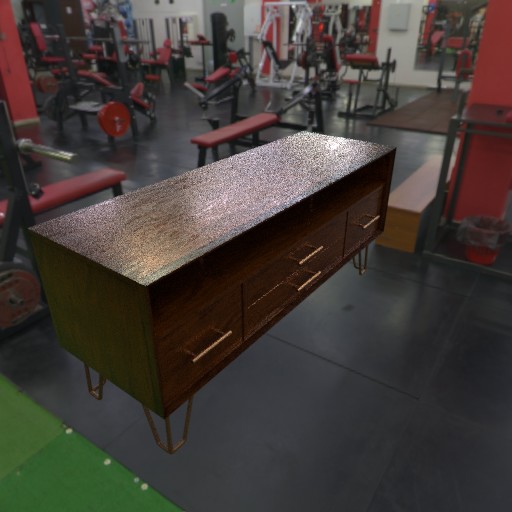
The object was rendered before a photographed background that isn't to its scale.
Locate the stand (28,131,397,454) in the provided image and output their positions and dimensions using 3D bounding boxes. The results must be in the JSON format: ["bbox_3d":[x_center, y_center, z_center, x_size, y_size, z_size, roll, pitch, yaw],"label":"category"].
[{"bbox_3d":[0.000,0.000,1.672,0.481,0.610,1.372,20,35,32],"label":"stand"}]
